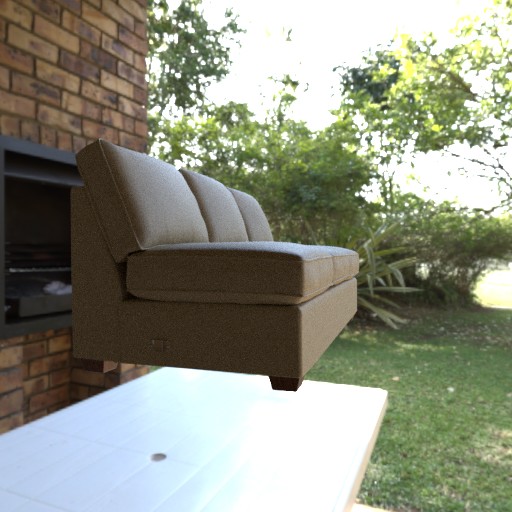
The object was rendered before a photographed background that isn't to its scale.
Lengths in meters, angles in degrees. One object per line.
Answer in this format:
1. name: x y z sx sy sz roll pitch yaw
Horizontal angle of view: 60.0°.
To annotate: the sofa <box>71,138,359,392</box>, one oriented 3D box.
1. sofa: 0.000 0.000 2.591 1.027 0.973 1.962 0 1 19
